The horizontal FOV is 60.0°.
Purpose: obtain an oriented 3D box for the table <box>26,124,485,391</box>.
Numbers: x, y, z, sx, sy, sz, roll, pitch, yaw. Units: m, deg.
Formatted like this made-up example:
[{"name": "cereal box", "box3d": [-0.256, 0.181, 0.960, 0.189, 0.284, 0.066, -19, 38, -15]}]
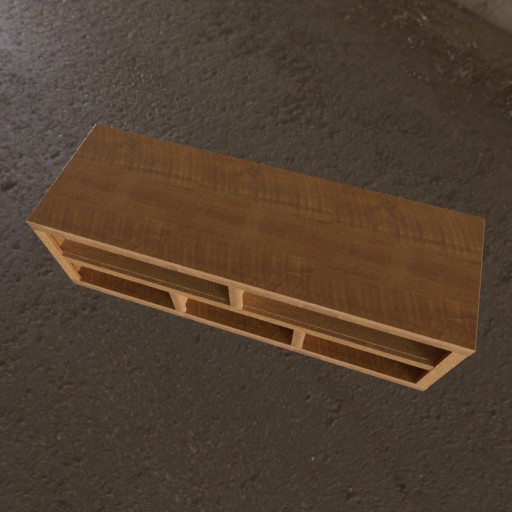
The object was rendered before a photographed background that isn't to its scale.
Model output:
[{"name": "table", "box3d": [0.000, 0.000, 1.735, 1.499, 0.491, 0.499, 16, 60, 9]}]
